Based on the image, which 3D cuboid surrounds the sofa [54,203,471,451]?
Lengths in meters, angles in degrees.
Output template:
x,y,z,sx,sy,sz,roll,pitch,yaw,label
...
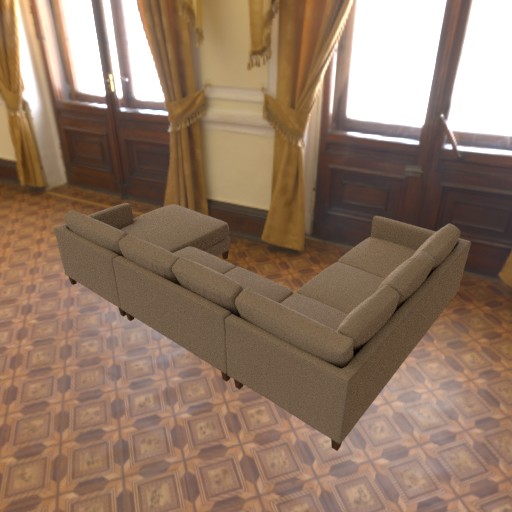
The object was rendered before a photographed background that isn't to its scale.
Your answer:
x,y,z,sx,sy,sz,roll,pitch,yaw,label
0.000,0.000,4.547,3.438,0.865,2.424,22,36,34,sofa
